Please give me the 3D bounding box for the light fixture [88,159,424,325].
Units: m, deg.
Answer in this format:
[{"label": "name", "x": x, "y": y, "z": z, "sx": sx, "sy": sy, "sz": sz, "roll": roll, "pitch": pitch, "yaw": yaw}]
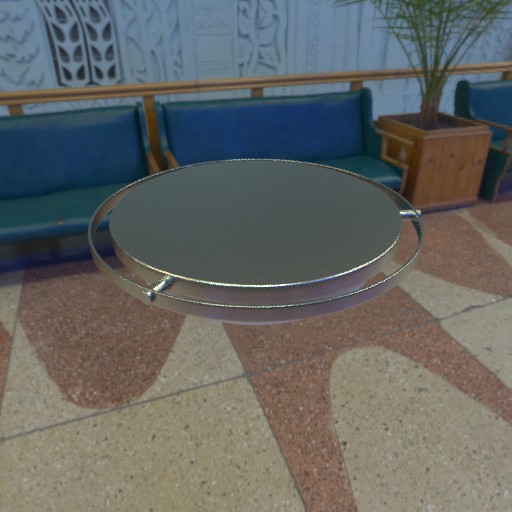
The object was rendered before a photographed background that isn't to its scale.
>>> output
[{"label": "light fixture", "x": 0.000, "y": 0.000, "z": 0.530, "sx": 0.361, "sy": 0.130, "sz": 0.361, "roll": 0, "pitch": 31, "yaw": 0}]
